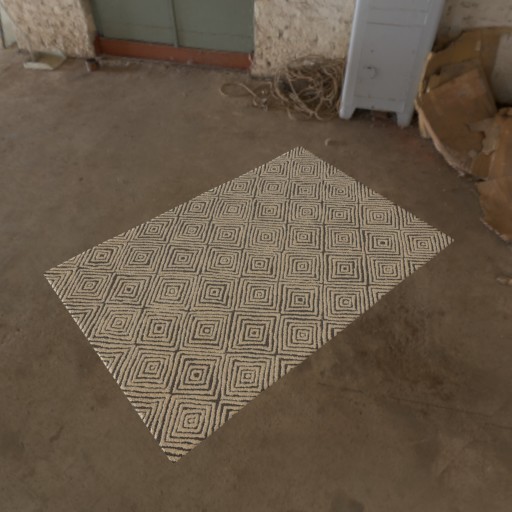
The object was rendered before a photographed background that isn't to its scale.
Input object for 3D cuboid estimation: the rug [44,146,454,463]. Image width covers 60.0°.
[{"bbox_3d":[0.000,0.000,2.255,1.750,0.004,1.177,-31,54,-26],"label":"rug"}]
